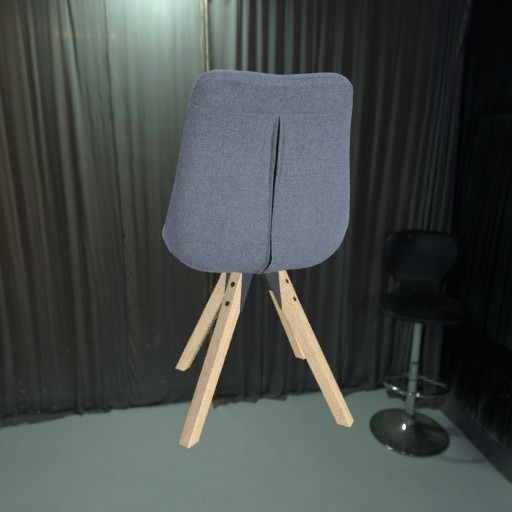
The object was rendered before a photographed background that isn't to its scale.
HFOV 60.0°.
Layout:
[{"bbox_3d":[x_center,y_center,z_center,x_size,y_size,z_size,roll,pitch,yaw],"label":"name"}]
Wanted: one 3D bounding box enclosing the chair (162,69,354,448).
[{"bbox_3d":[0.000,0.000,1.185,0.485,0.850,0.550,-3,15,-11],"label":"chair"}]
